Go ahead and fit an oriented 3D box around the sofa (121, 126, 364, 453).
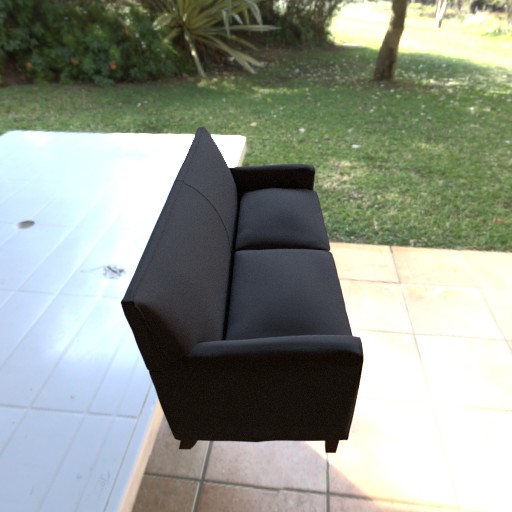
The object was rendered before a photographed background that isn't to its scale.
[{"bbox_3d":[0.000,0.000,2.478,0.843,0.907,2.002,0,32,1],"label":"sofa"}]
